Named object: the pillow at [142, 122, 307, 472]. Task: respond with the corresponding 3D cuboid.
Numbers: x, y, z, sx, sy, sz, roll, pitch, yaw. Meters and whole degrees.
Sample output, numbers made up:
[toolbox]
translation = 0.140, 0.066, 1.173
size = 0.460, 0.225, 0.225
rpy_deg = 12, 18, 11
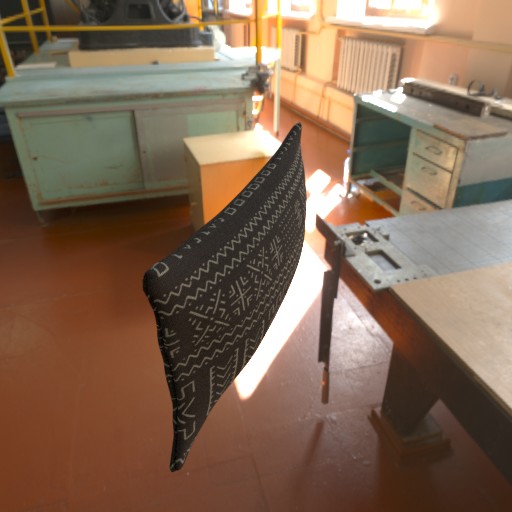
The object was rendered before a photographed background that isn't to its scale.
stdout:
[pillow]
translation = 0.000, 0.000, 0.792
size = 0.135, 0.322, 0.667
rpy_deg = 10, 32, 16
